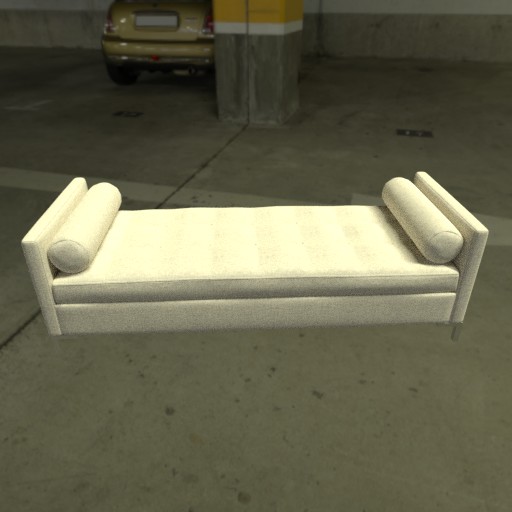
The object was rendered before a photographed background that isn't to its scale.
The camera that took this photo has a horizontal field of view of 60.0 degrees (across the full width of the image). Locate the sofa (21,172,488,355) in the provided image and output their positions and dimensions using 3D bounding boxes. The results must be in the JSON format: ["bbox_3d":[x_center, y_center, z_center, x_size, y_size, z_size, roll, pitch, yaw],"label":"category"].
[{"bbox_3d":[0.000,0.000,2.436,2.102,0.655,0.797,-1,31,-2],"label":"sofa"}]
